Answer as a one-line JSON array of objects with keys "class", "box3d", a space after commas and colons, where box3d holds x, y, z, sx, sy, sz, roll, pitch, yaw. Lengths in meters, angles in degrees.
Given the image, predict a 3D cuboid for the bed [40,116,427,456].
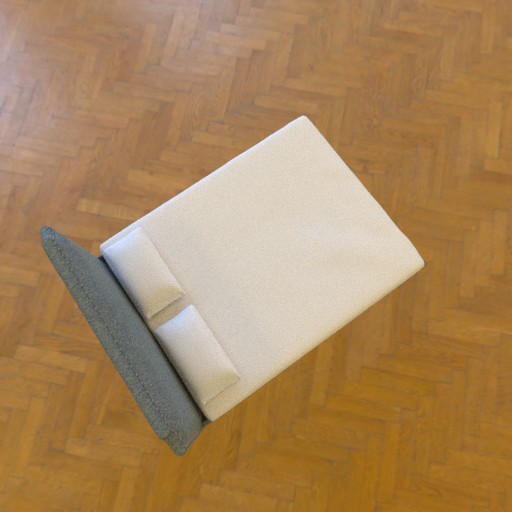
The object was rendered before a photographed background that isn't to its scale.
[{"class": "bed", "box3d": [0.000, 0.000, 3.487, 2.372, 1.443, 1.712, -34, 79, -8]}]
